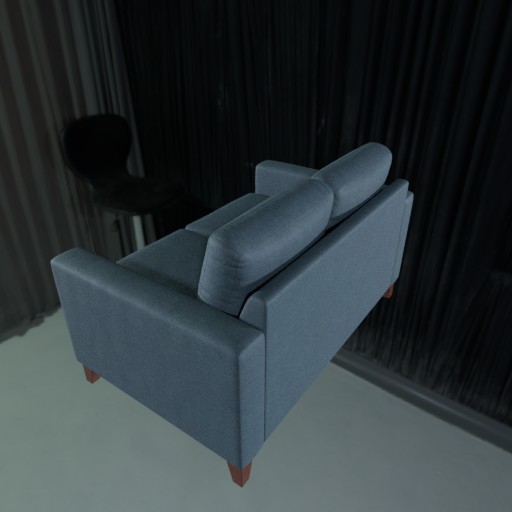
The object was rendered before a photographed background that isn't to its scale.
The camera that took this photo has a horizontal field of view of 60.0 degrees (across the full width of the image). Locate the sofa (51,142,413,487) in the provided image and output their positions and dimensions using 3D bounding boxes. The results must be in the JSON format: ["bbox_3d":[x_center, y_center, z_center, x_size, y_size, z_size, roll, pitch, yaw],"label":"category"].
[{"bbox_3d":[0.000,0.000,2.075,0.955,0.903,1.489,20,36,30],"label":"sofa"}]
